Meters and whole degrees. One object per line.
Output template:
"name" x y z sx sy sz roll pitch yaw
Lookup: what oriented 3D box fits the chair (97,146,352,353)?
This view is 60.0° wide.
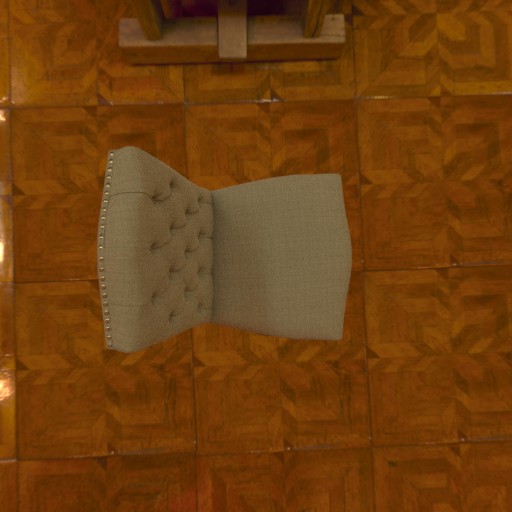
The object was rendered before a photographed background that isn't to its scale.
"chair" 0.000 0.000 1.577 0.731 1.191 0.637 0 88 -1
